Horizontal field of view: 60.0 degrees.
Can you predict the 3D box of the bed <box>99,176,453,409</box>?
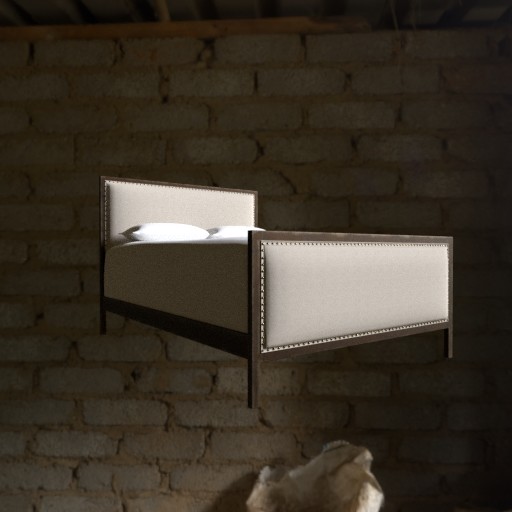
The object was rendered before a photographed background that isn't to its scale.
[{"bbox_3d":[0.000,0.000,3.268,1.607,1.313,2.221,0,1,-36],"label":"bed"}]
